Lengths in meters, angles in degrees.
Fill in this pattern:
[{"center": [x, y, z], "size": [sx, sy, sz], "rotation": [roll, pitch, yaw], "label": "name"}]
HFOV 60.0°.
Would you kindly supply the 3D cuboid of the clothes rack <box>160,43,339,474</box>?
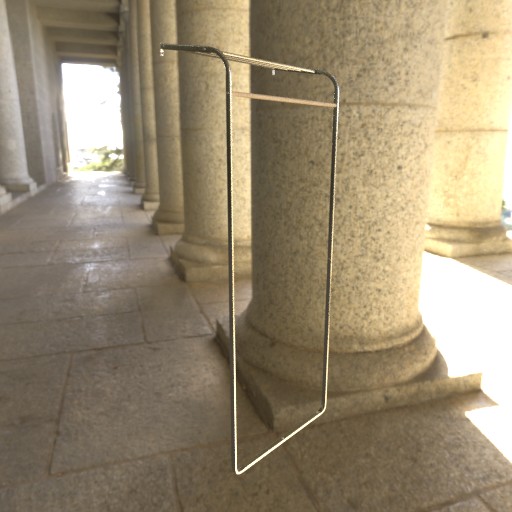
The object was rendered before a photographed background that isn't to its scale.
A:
[{"center": [0.000, 0.000, 1.827], "size": [0.349, 1.574, 0.609], "rotation": [13, 19, 42], "label": "clothes rack"}]
